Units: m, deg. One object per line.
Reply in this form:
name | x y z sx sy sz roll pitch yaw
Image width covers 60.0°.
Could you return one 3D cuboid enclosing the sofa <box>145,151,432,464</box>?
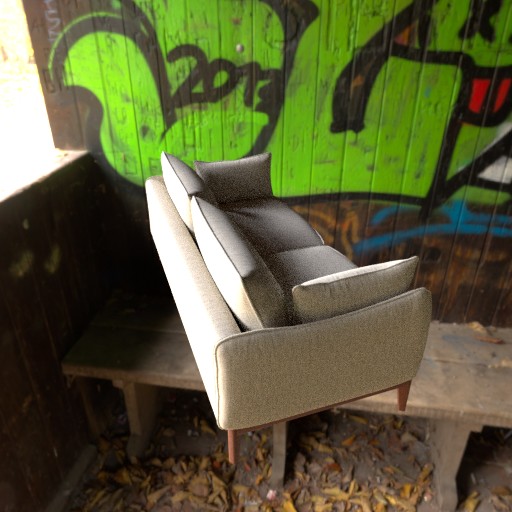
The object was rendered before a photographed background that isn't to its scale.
sofa | 0.000 0.000 2.578 0.991 0.860 1.989 -10 30 -17
